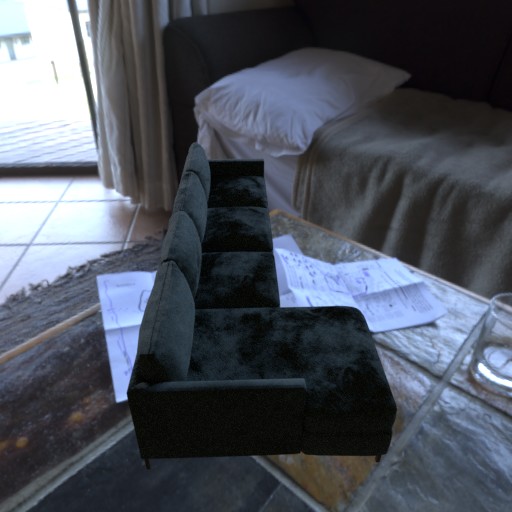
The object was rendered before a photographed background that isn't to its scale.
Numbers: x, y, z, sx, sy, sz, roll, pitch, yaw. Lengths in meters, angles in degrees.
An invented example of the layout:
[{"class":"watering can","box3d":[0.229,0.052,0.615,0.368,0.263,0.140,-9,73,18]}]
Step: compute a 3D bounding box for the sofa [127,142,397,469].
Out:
[{"class":"sofa","box3d":[0.000,0.000,3.873,1.500,0.967,3.400,-1,34,-2]}]
